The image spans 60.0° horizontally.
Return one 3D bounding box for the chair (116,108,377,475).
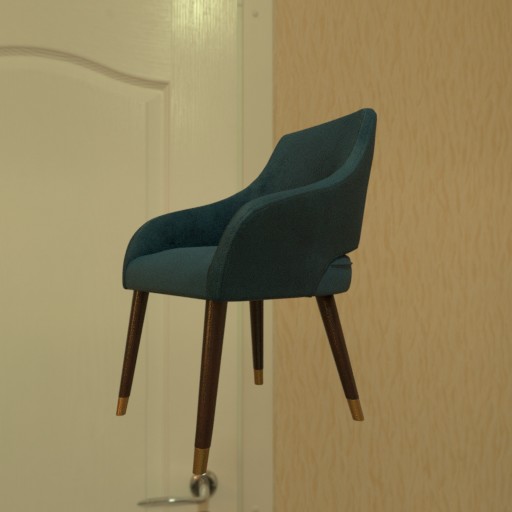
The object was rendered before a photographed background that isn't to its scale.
[{"bbox_3d":[0.000,0.000,1.544,0.794,1.081,0.683,0,-1,-38],"label":"chair"}]
